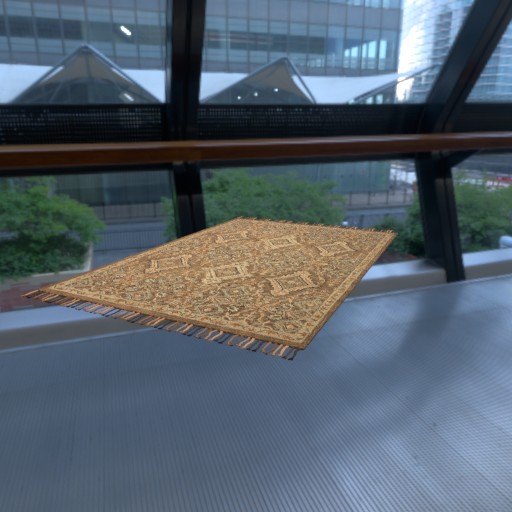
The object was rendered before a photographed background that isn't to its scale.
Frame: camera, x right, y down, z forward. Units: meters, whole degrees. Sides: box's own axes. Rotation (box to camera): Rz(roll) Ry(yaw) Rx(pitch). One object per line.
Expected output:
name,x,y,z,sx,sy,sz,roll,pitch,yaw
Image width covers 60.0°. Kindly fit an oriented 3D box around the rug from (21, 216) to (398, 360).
rug,0.000,0.000,3.015,1.516,0.010,2.434,8,18,25
